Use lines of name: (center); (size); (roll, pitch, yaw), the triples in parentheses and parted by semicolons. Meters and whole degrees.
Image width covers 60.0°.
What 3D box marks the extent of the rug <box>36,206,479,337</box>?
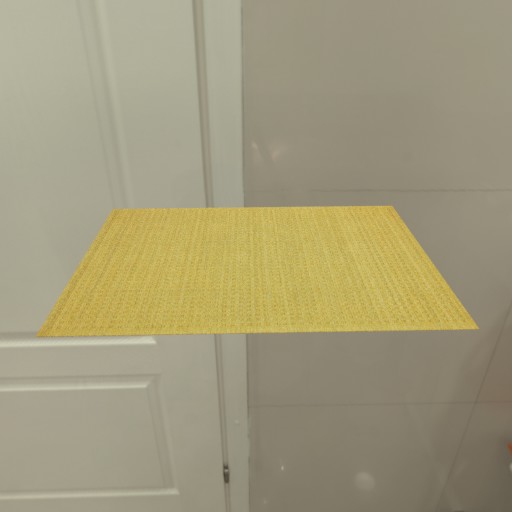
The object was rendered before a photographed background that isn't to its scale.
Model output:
rug: (0.000, 0.000, 3.745); (2.895, 0.006, 1.981); (-1, 31, -1)
